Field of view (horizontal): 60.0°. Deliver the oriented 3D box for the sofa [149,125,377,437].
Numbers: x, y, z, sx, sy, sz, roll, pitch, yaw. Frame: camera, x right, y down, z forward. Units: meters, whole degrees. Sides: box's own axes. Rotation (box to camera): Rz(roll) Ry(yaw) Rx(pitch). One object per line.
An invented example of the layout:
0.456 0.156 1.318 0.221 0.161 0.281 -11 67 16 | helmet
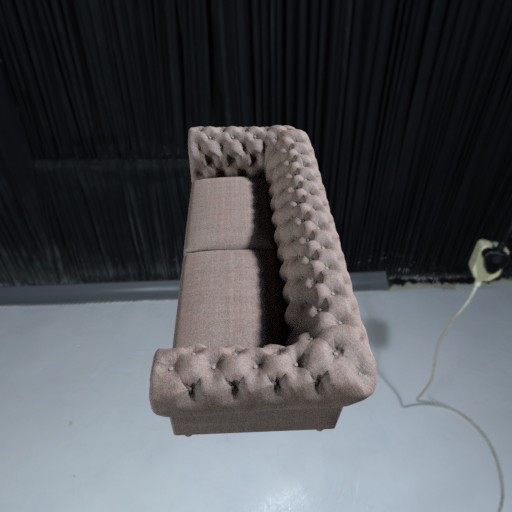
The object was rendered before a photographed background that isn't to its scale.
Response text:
0.000 0.000 2.810 0.944 0.787 2.385 -2 41 -2 | sofa
